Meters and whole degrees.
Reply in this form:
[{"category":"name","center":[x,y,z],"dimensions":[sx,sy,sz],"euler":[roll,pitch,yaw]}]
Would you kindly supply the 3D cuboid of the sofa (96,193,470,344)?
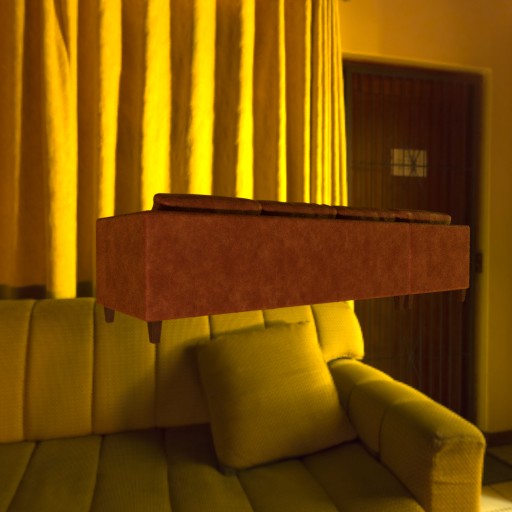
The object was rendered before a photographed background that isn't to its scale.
[{"category":"sofa","center":[0.000,0.000,4.191],"dimensions":[3.150,0.838,2.438],"euler":[-1,2,-36]}]
